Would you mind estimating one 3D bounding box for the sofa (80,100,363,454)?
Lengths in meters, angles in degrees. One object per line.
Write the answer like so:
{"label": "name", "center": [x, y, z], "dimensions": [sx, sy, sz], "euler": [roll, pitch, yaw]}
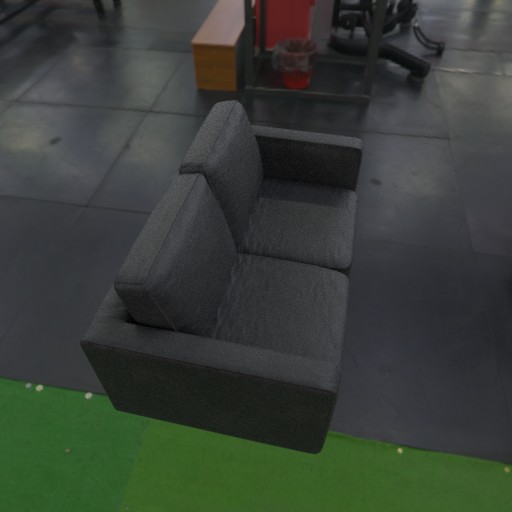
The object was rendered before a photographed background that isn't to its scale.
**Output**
{"label": "sofa", "center": [0.000, 0.000, 2.030], "dimensions": [0.879, 0.899, 1.430], "euler": [9, 48, 8]}
